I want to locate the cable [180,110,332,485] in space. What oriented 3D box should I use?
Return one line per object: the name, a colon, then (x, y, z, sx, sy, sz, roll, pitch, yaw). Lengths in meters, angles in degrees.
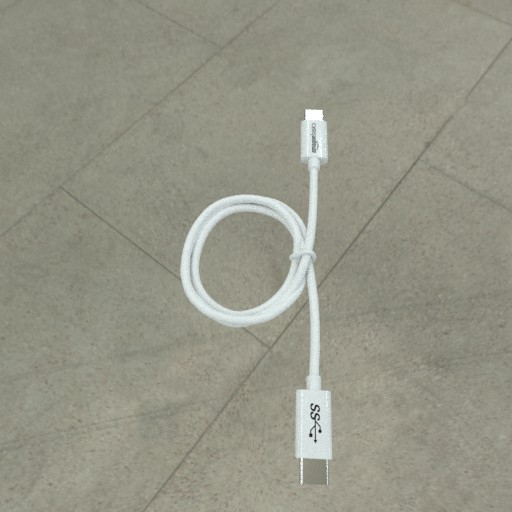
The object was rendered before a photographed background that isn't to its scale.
cable: (0.000, 0.000, 0.205, 0.070, 0.014, 0.186, 3, 64, 1)
